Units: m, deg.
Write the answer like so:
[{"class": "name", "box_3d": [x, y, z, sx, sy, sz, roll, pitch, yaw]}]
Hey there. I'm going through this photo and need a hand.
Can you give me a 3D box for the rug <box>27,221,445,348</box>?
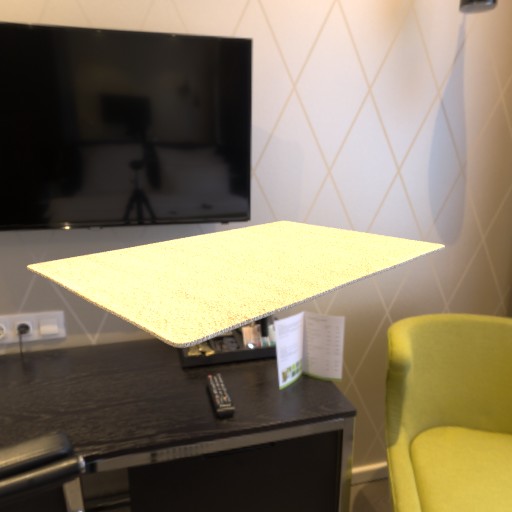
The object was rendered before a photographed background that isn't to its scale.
[{"class": "rug", "box_3d": [0.000, 0.000, 3.365, 1.798, 0.025, 2.698, 13, 19, 43]}]
